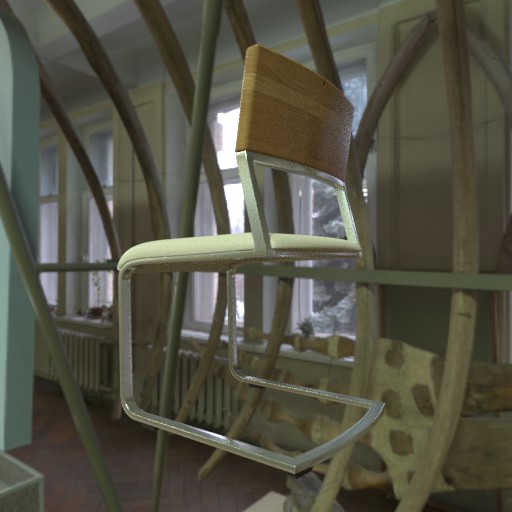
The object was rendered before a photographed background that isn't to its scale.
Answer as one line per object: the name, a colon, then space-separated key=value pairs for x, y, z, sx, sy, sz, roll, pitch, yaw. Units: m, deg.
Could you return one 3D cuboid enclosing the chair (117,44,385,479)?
chair: x=0.000 y=0.000 z=1.170 sx=0.585 sy=0.844 sz=0.467 roll=0 pitch=-1 yaw=37
